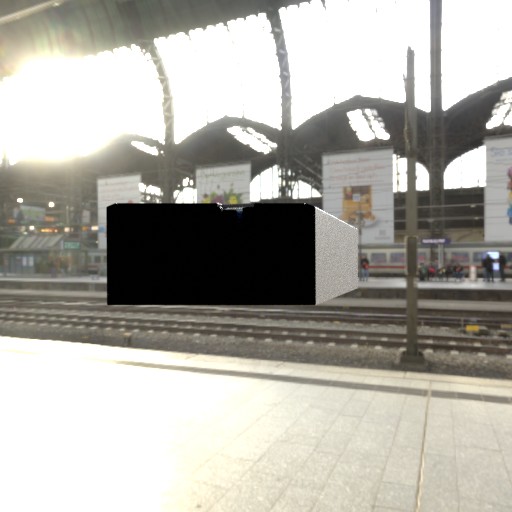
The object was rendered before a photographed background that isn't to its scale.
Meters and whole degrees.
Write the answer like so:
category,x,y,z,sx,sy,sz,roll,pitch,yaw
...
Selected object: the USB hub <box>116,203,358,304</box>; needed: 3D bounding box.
category,x,y,z,sx,sy,sz,roll,pitch,yaw
USB hub,0.000,0.000,0.127,0.044,0.023,0.110,0,-1,20
